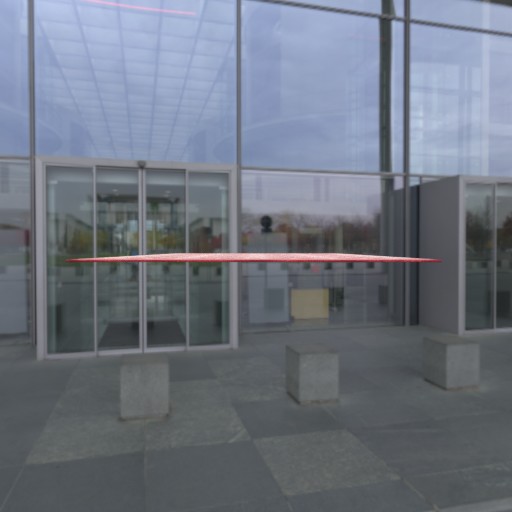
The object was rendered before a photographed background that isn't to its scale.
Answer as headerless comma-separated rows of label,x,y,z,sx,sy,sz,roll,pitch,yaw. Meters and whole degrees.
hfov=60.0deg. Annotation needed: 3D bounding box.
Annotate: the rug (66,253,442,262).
rug,0.000,0.000,3.011,1.535,0.010,2.431,0,1,1
